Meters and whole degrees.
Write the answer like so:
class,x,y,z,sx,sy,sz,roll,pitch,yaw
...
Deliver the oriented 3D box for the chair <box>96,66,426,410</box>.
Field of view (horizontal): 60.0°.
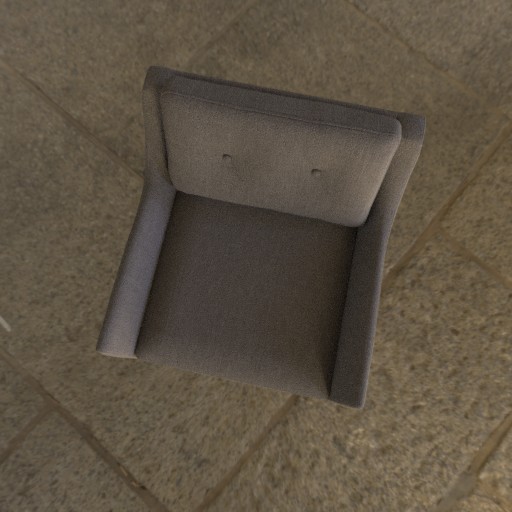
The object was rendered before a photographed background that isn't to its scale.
class,x,y,z,sx,sy,sz,roll,pitch,yaw
chair,0.000,0.000,1.512,0.847,0.828,0.849,12,78,3
